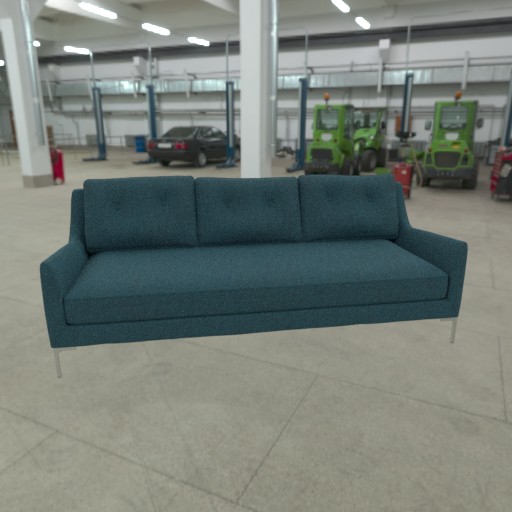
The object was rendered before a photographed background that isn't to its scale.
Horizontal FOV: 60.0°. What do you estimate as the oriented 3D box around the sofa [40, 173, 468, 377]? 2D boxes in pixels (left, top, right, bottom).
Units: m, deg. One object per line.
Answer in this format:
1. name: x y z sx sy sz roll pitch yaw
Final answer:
1. sofa: 0.000 0.000 2.479 2.060 0.837 0.849 -3 17 -9
